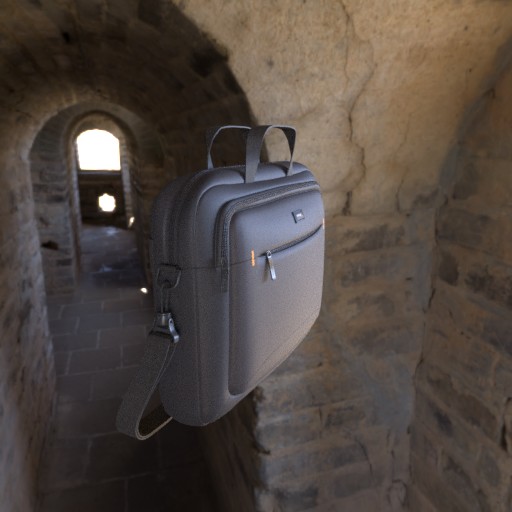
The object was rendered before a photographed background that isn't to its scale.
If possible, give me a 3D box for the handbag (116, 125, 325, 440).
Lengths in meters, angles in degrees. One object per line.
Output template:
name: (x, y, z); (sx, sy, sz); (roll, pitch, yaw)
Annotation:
handbag: (0.000, 0.000, 0.584); (0.126, 0.330, 0.429); (7, 16, 26)
